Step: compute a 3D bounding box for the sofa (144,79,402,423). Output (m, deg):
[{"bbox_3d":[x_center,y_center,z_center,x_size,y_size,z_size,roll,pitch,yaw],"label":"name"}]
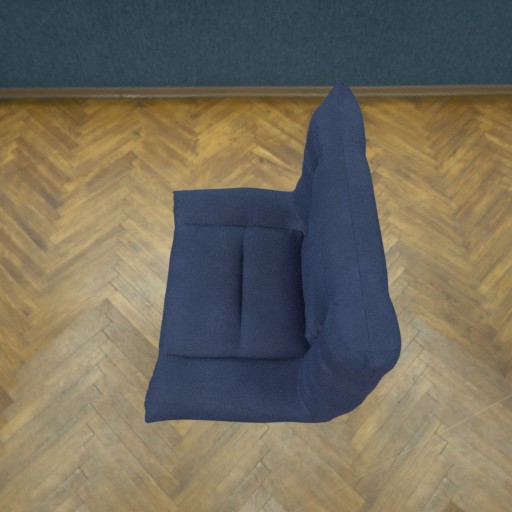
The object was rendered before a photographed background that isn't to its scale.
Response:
[{"bbox_3d":[0.000,0.000,1.712,0.849,0.778,1.122,0,58,0],"label":"sofa"}]
